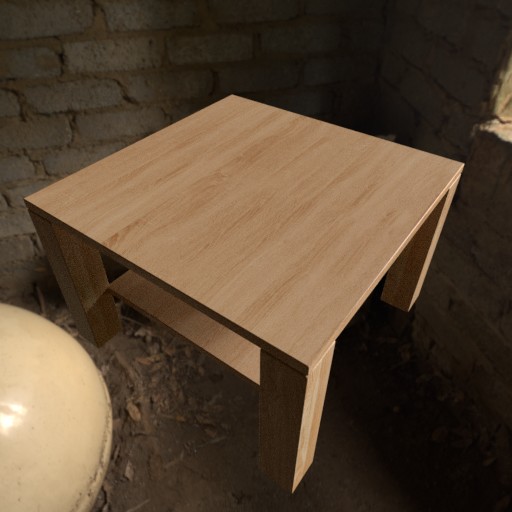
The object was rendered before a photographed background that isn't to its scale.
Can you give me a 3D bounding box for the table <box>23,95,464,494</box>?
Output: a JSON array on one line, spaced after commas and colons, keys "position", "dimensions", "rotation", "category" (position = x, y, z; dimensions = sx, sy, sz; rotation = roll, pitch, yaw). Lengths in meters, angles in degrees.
[{"position": [0.000, 0.000, 1.132], "dimensions": [0.700, 0.450, 0.700], "rotation": [26, 48, 26], "category": "table"}]
